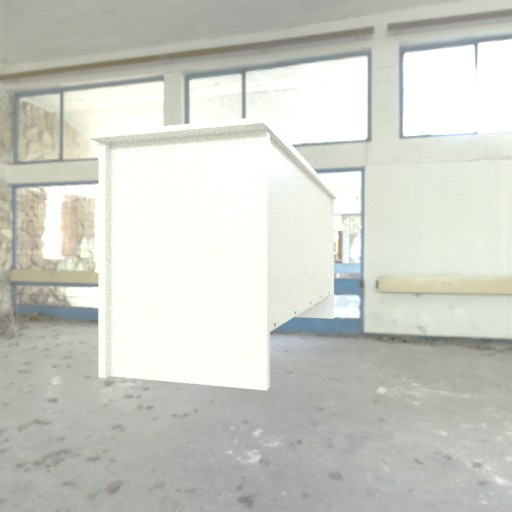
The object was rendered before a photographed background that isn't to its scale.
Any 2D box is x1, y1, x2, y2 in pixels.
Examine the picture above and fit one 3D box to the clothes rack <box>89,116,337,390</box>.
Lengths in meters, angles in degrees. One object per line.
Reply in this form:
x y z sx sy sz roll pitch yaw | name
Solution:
0.000 0.000 1.510 0.405 0.558 1.218 0 0 17 | clothes rack
